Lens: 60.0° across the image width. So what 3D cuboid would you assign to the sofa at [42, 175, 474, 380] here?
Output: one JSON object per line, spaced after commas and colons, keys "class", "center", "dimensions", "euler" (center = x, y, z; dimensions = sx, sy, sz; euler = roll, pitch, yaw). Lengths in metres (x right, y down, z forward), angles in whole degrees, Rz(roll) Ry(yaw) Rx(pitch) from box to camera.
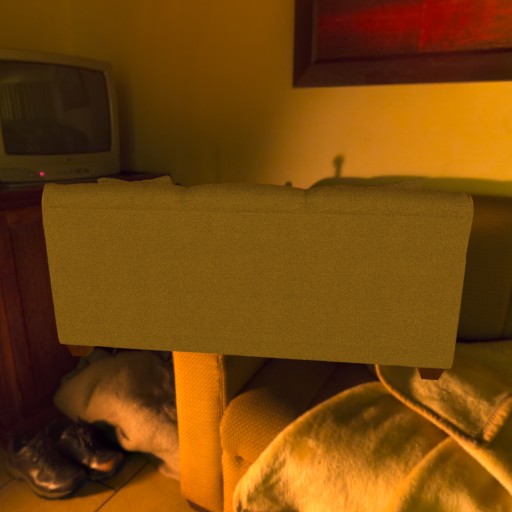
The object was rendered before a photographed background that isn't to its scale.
{"class": "sofa", "center": [0.000, 0.000, 2.585], "dimensions": [2.024, 0.958, 0.997], "euler": [2, 15, 7]}
